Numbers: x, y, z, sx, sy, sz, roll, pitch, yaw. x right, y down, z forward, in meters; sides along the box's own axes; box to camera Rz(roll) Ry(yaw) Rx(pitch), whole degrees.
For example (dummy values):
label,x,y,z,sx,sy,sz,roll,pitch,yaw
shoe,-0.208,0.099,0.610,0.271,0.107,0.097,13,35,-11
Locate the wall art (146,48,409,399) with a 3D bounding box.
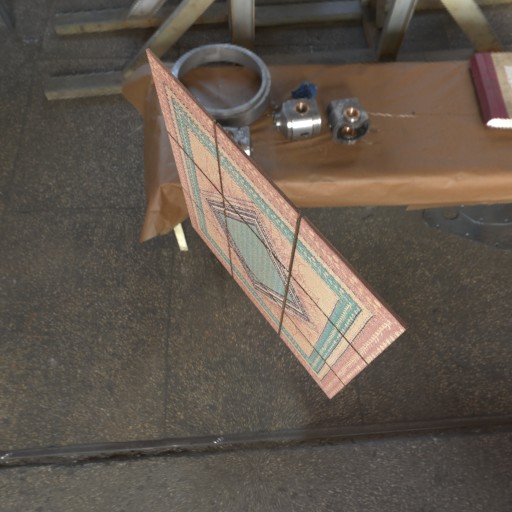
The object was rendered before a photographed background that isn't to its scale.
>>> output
label,x,y,z,sx,sy,sz,roll,pitch,yaw
wall art,0.000,0.000,2.300,0.014,1.525,1.527,-34,69,-15
